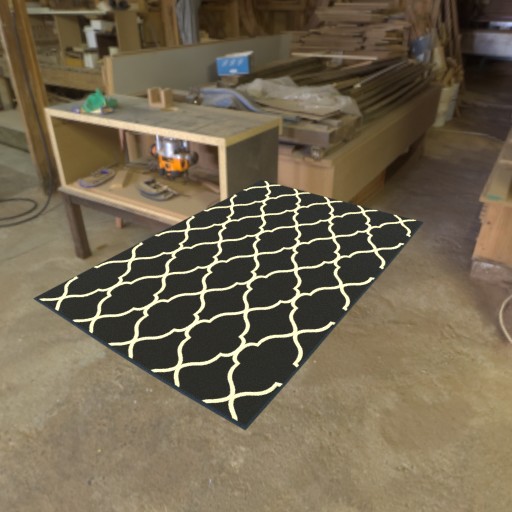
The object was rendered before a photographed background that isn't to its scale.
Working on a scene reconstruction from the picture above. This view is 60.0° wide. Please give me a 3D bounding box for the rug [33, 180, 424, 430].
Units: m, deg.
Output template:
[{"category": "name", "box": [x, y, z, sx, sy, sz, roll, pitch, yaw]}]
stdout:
[{"category": "rug", "box": [0.000, 0.000, 2.953, 1.528, 0.014, 2.294, 20, 36, 30]}]
